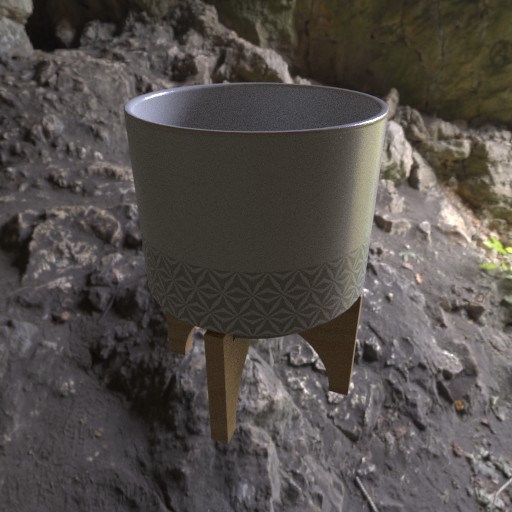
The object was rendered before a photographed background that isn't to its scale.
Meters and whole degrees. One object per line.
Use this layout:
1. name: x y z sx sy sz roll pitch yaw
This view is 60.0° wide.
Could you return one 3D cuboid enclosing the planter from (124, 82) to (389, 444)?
1. planter: 0.000 0.000 0.388 0.188 0.260 0.188 0 29 0
